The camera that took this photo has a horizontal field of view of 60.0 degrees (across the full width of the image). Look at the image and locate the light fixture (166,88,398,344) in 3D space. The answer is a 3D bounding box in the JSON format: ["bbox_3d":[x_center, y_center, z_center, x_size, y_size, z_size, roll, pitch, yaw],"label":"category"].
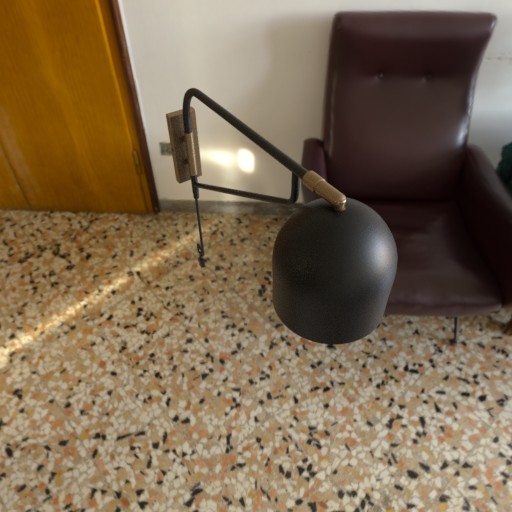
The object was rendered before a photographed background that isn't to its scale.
[{"bbox_3d":[0.000,0.000,1.075,0.215,0.696,0.720,-25,51,-22],"label":"light fixture"}]
